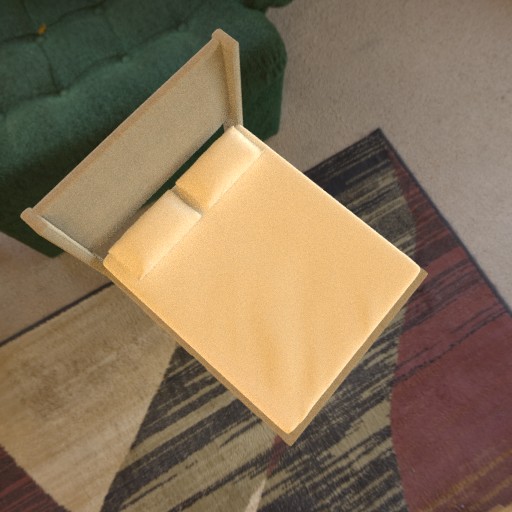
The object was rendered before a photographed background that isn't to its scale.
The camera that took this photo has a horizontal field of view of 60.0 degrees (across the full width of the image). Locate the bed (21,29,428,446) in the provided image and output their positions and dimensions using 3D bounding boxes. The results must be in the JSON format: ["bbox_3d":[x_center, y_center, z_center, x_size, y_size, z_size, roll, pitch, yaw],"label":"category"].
[{"bbox_3d":[0.000,0.000,3.346,2.222,1.491,1.774,40,79,9],"label":"bed"}]
